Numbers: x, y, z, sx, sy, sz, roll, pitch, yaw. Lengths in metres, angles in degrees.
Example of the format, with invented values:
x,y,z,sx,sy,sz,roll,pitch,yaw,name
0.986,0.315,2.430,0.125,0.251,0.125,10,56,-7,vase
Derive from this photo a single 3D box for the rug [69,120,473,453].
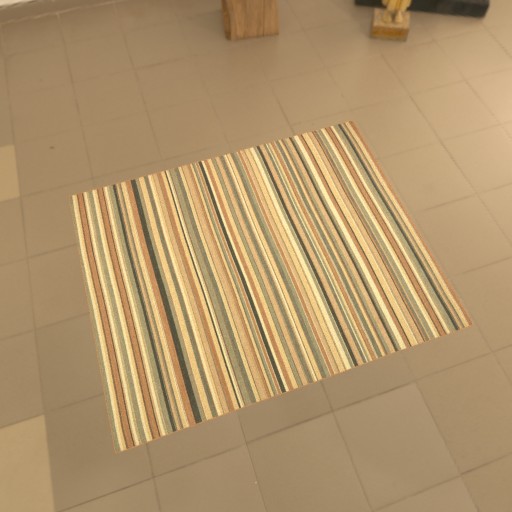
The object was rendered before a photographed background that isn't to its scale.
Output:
x,y,z,sx,sy,sz,roll,pitch,yaw,name
0.000,0.000,4.034,3.045,0.011,2.436,-17,64,-9,rug
